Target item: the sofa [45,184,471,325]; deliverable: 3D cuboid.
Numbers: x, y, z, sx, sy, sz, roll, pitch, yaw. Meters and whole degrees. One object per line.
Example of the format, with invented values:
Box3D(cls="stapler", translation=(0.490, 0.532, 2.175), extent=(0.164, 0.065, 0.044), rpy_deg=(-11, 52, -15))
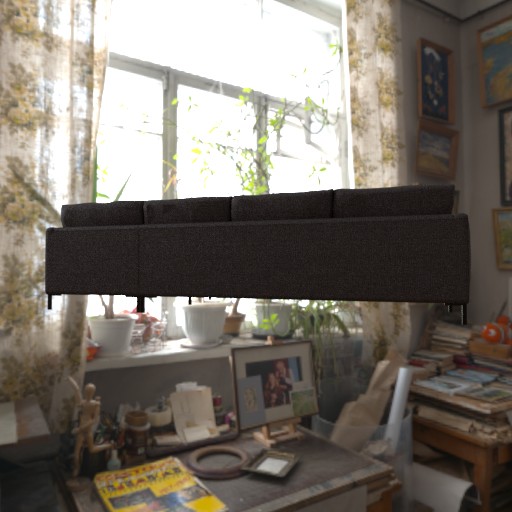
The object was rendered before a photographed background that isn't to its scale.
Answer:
Box3D(cls="sofa", translation=(0.000, 0.000, 3.831), extent=(3.221, 0.892, 1.483), rpy_deg=(0, -2, 18))
